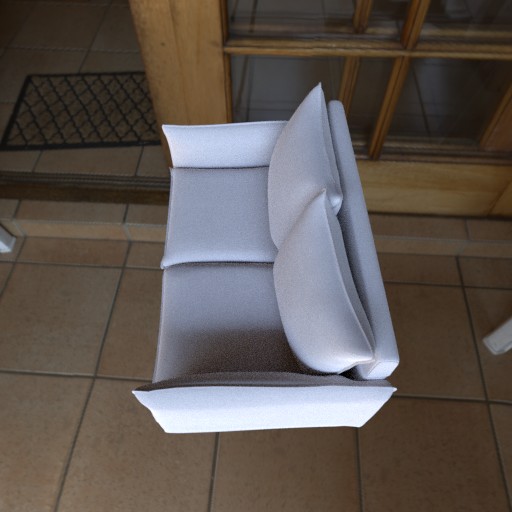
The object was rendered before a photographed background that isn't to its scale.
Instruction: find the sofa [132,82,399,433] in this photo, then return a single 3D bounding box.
[{"bbox_3d":[0.000,0.000,1.842,0.820,0.840,1.300,-2,57,-1],"label":"sofa"}]
